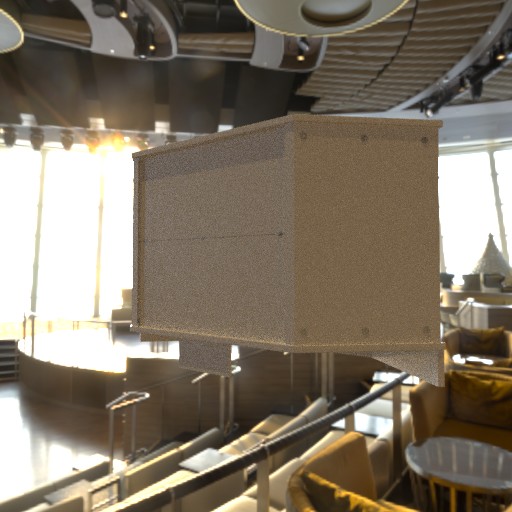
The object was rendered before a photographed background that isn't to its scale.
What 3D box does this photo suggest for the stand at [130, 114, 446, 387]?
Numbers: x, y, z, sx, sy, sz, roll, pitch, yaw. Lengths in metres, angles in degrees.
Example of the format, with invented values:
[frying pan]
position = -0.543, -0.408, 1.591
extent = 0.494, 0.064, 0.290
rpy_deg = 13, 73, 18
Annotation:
[stand]
position = 0.000, 0.000, 1.333
extent = 1.072, 0.614, 0.477
rpy_deg = -1, -2, 36
